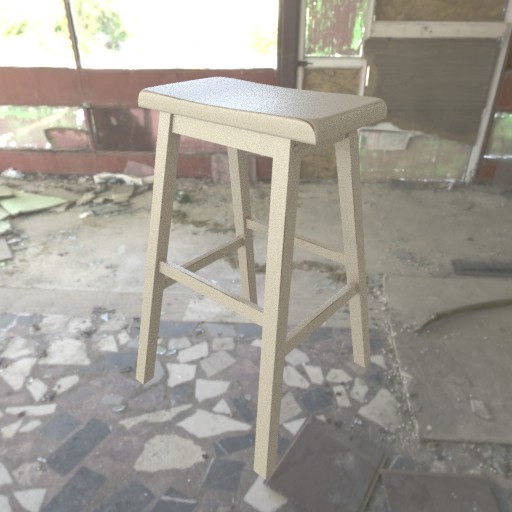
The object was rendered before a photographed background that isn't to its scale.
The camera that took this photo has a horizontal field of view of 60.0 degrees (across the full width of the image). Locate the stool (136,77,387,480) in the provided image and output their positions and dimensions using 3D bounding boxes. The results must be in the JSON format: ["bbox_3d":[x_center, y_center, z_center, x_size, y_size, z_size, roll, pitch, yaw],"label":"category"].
[{"bbox_3d":[0.000,0.000,1.055,0.457,0.737,0.476,23,37,34],"label":"stool"}]
